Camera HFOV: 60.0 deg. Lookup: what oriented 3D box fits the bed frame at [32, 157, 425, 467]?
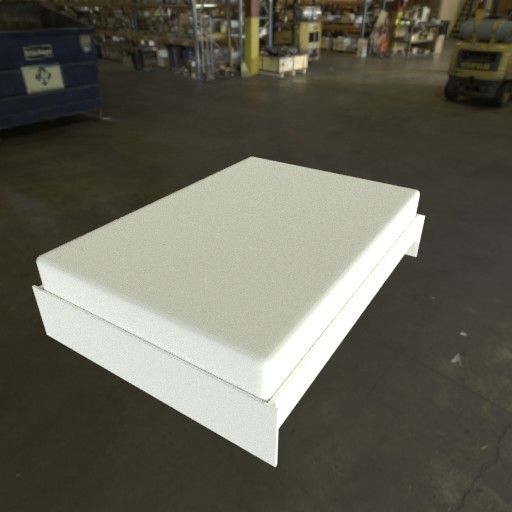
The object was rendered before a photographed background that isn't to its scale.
[{"bbox_3d":[0.000,0.000,2.647,1.445,0.497,1.945,18,35,28],"label":"bed frame"}]
